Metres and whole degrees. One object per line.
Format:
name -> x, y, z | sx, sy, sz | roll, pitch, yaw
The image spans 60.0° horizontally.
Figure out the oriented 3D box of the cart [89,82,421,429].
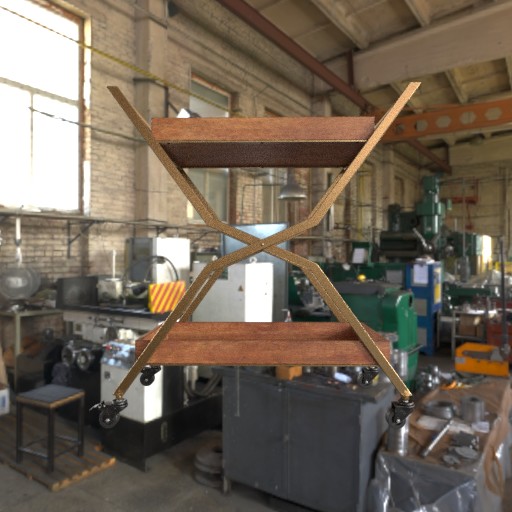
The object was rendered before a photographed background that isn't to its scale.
cart -> 0.000, 0.000, 1.303 | 0.836, 0.869, 0.405 | 0, 0, 1
